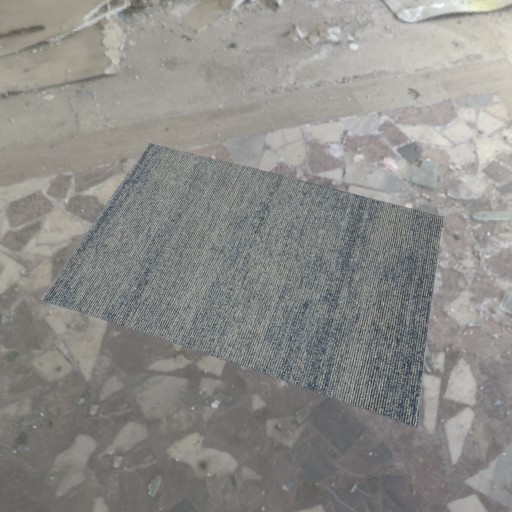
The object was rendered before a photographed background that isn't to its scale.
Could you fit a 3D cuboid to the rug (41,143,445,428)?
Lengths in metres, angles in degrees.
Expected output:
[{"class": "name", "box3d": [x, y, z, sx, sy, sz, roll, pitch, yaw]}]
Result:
[{"class": "rug", "box3d": [0.000, 0.000, 2.244, 1.777, 0.021, 1.145, 16, 58, 10]}]
